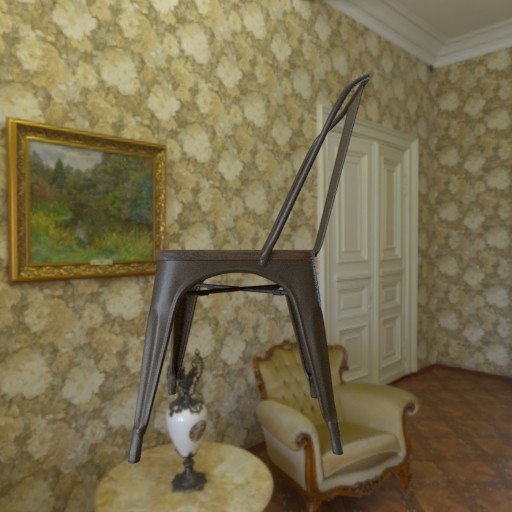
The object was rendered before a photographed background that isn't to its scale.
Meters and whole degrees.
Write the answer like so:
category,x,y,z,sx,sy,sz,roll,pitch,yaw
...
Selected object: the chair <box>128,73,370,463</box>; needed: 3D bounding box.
category,x,y,z,sx,sy,sz,roll,pitch,yaw
chair,0.000,0.000,1.128,0.532,0.844,0.451,0,1,0
